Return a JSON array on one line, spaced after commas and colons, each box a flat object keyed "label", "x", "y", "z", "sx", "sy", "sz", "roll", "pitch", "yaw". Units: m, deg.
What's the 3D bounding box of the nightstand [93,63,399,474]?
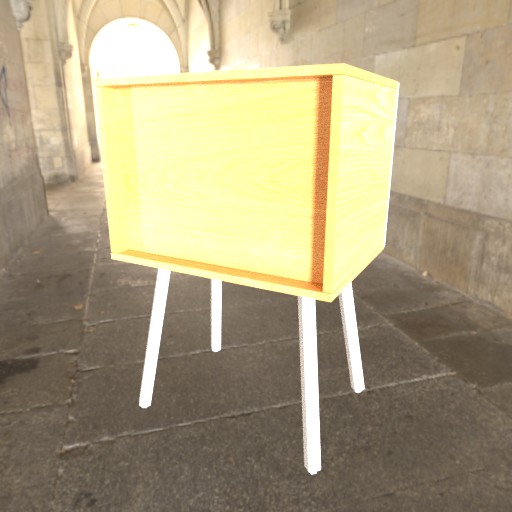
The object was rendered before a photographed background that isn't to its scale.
[{"label": "nightstand", "x": 0.000, "y": 0.000, "z": 0.814, "sx": 0.400, "sy": 0.601, "sz": 0.316, "roll": 9, "pitch": 19, "yaw": 27}]
